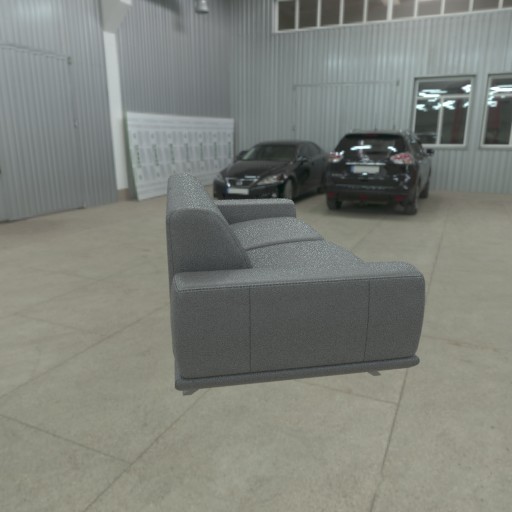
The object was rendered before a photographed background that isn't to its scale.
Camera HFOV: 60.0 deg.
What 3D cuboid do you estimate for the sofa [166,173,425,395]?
[{"bbox_3d":[0.000,0.000,2.369,0.900,0.772,1.901,-3,16,-10],"label":"sofa"}]
